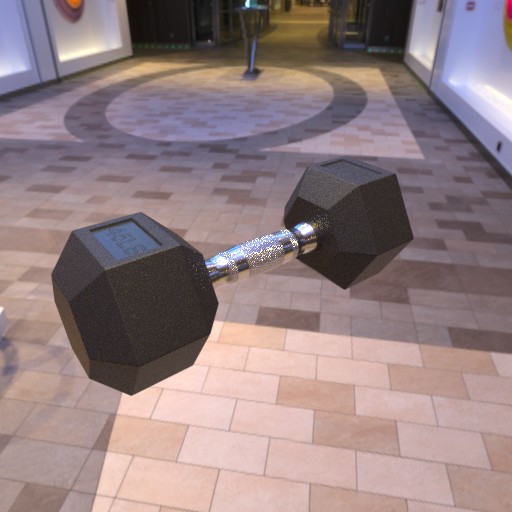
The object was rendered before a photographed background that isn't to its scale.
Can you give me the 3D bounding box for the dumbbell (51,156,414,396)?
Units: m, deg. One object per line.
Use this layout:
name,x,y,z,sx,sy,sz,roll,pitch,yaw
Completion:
dumbbell,0.000,0.000,0.432,0.356,0.123,0.141,-21,37,-31
